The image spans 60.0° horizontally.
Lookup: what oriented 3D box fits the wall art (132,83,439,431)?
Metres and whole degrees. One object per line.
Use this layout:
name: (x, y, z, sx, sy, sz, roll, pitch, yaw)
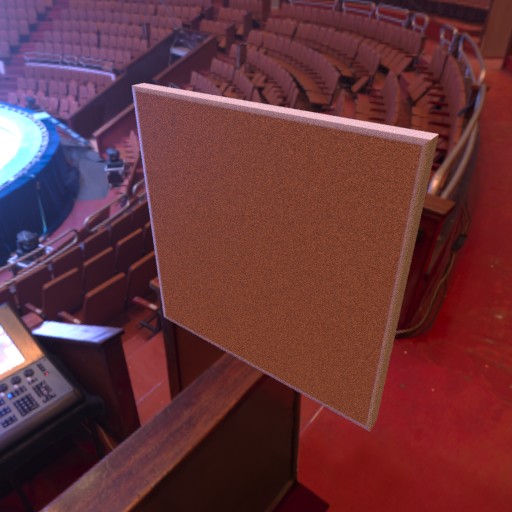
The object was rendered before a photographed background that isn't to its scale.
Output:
wall art: (0.000, 0.000, 1.157, 0.768, 0.765, 0.041, 22, 38, 31)
